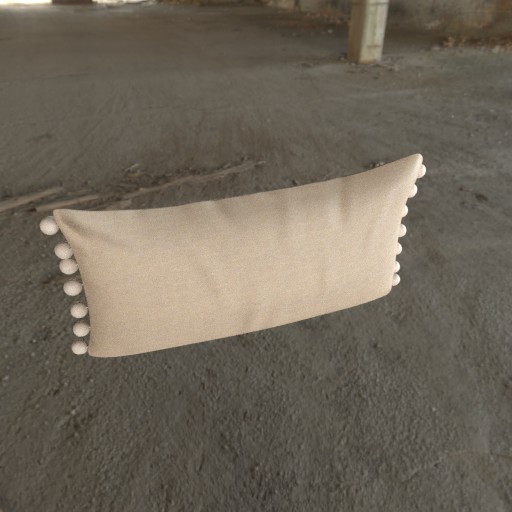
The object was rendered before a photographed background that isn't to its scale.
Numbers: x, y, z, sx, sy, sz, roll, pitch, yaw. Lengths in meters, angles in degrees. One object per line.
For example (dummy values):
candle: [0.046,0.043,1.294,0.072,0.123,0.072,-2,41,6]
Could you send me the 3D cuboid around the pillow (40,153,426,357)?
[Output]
pillow: [0.000,0.000,0.830,0.709,0.322,0.201,-10,34,-16]
